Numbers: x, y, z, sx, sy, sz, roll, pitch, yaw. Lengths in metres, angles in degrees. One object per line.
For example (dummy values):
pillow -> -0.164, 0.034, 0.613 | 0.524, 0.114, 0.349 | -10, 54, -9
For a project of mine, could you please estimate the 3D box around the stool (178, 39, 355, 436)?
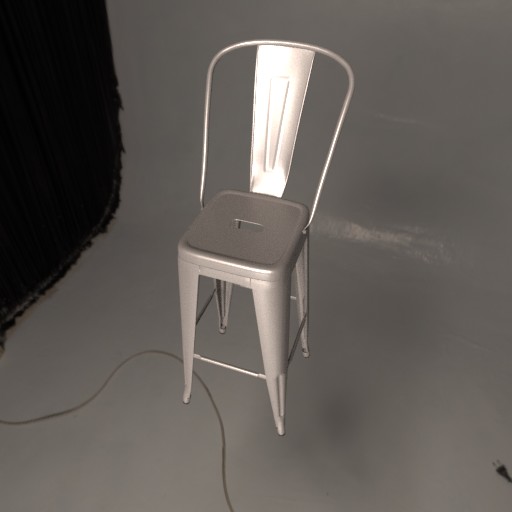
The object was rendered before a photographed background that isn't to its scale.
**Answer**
stool -> 0.000, 0.000, 1.350 | 0.399, 1.096, 0.513 | 13, 43, 14
